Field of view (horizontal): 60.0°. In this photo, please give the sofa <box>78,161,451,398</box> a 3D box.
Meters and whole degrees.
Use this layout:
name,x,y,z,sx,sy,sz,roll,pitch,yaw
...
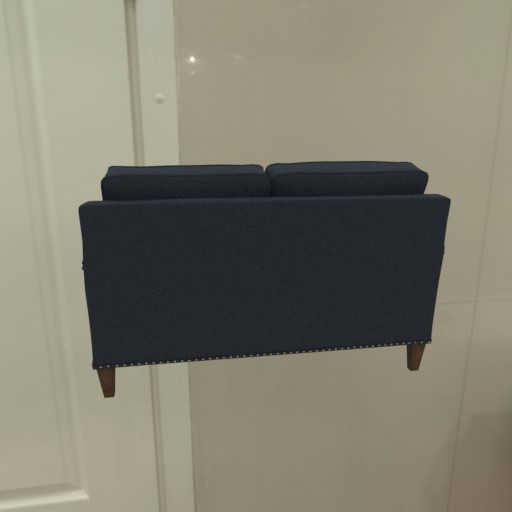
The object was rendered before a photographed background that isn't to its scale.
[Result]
name,x,y,z,sx,sy,sz,roll,pitch,yaw
sofa,0.000,0.000,2.338,1.597,1.003,1.084,-2,15,-9
